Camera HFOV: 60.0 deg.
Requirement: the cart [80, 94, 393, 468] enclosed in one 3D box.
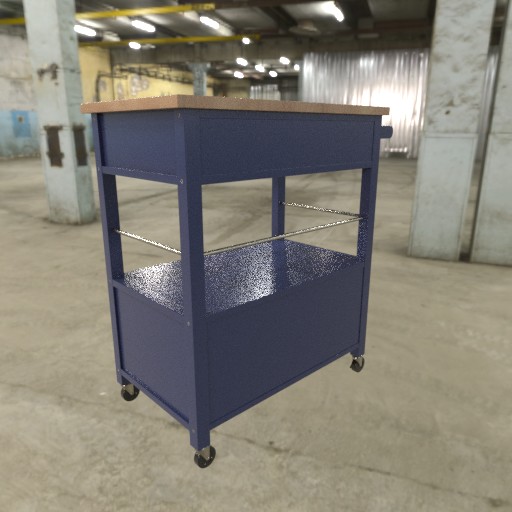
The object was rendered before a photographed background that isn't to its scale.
[{"bbox_3d":[0.000,0.000,1.403,0.840,0.901,0.459,-14,21,-41],"label":"cart"}]
